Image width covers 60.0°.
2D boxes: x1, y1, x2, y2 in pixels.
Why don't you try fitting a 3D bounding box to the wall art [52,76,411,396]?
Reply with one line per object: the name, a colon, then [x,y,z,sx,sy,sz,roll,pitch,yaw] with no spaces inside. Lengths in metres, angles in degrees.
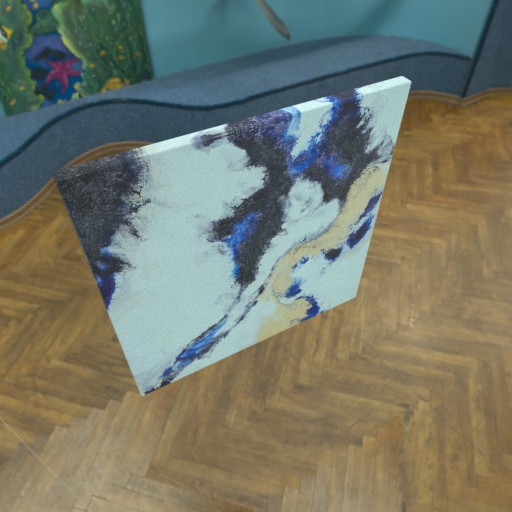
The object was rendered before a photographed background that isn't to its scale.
wall art: [0.000,0.000,1.317,0.887,0.885,0.038,-21,50,-19]
